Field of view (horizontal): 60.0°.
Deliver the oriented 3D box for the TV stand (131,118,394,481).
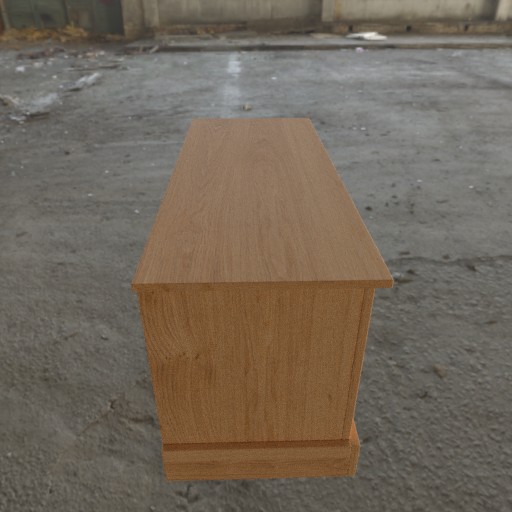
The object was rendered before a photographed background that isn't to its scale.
[{"bbox_3d":[0.000,0.000,1.333,0.440,0.550,1.080,-1,31,-1],"label":"TV stand"}]
